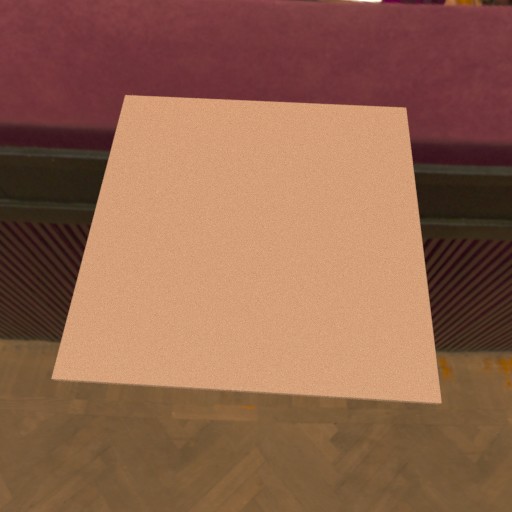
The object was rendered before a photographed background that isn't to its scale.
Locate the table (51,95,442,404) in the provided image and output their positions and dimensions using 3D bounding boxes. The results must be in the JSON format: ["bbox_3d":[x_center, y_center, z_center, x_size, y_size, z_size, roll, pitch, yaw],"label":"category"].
[{"bbox_3d":[0.000,0.000,1.046,0.670,0.305,0.670,3,64,2],"label":"table"}]
